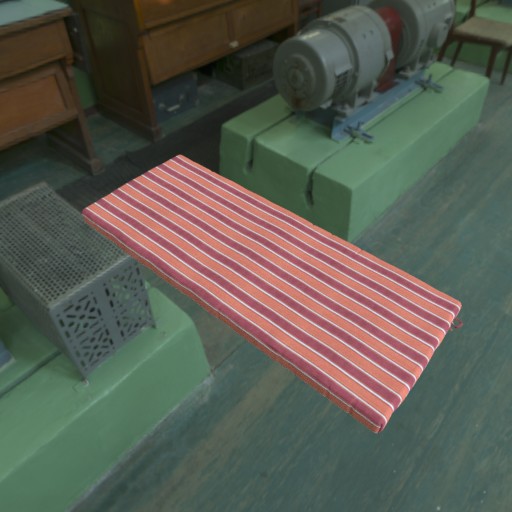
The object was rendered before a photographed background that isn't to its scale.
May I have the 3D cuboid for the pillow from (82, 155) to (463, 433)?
[{"bbox_3d":[0.000,0.000,1.380,1.187,0.081,0.492,31,53,27],"label":"pillow"}]
